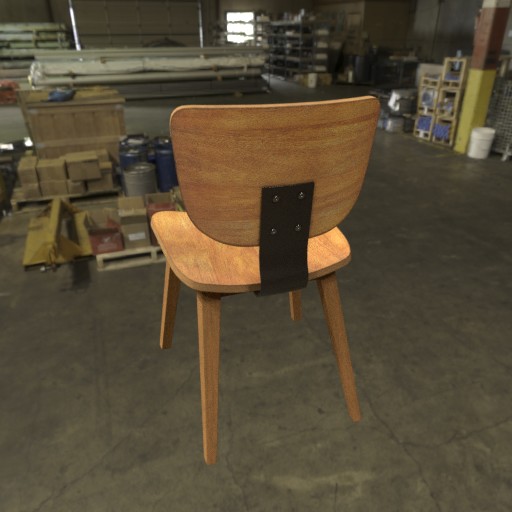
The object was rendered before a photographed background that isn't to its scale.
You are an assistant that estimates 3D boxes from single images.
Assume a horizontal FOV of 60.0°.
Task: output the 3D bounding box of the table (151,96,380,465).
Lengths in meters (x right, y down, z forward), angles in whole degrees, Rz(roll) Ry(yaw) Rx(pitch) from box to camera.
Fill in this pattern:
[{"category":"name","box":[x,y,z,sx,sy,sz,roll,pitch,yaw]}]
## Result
[{"category":"table","box":[0.000,0.000,1.141,0.499,0.805,0.500,-9,29,-17]}]
